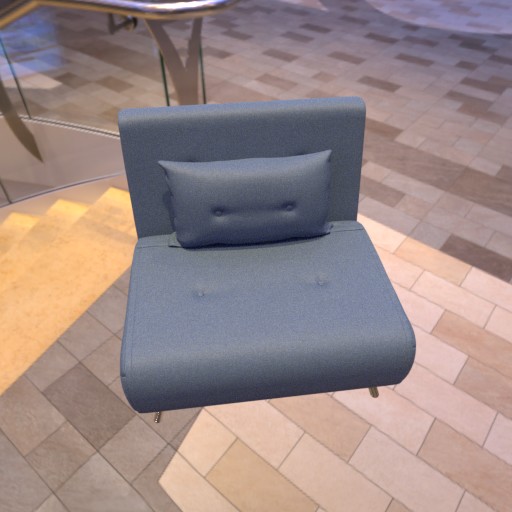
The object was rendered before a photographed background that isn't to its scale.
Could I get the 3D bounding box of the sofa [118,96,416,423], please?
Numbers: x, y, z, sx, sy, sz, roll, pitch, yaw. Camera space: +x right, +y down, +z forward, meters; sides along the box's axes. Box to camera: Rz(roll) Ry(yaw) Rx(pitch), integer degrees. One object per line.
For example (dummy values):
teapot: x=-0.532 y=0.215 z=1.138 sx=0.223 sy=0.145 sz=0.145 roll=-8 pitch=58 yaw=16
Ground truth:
sofa: x=0.000 y=0.000 z=1.743 sx=0.999 sy=0.860 sz=0.996 roll=-5 pitch=45 yaw=-5
